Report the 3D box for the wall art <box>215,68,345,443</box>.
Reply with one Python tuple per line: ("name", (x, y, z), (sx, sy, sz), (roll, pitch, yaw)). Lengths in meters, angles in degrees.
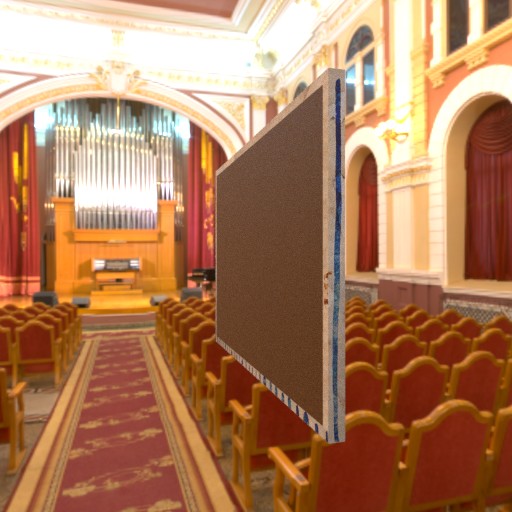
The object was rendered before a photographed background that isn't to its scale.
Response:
("wall art", (0.000, 0.000, 1.161), (0.030, 0.609, 0.919), (0, 0, -17))
